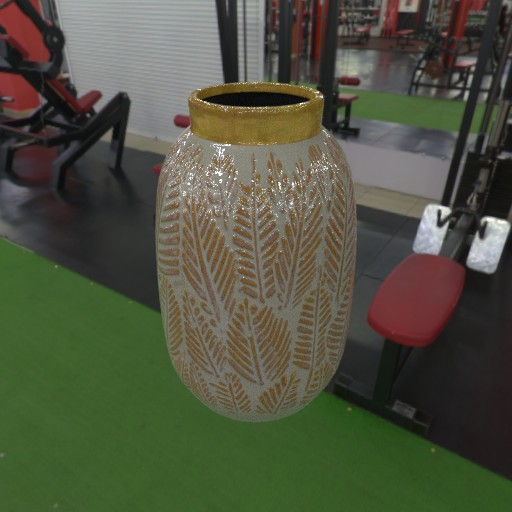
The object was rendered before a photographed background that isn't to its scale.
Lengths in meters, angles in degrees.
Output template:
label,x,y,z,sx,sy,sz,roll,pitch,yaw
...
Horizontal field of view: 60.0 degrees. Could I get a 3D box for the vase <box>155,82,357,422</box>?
label,x,y,z,sx,sy,sz,roll,pitch,yaw
vase,0.000,0.000,0.385,0.172,0.270,0.172,0,31,0
